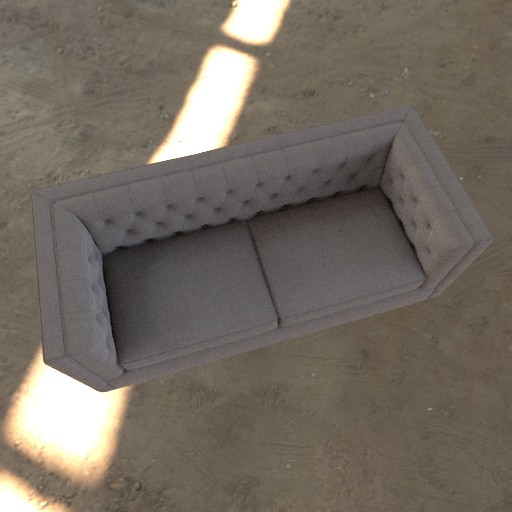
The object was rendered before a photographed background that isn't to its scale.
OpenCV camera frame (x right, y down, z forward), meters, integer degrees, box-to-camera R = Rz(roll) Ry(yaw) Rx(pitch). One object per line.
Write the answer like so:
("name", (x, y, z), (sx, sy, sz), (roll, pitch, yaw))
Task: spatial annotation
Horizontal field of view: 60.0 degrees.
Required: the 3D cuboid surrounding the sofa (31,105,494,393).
("sofa", (0.000, 0.000, 2.161), (1.778, 0.762, 0.775), (-15, 64, -7))
